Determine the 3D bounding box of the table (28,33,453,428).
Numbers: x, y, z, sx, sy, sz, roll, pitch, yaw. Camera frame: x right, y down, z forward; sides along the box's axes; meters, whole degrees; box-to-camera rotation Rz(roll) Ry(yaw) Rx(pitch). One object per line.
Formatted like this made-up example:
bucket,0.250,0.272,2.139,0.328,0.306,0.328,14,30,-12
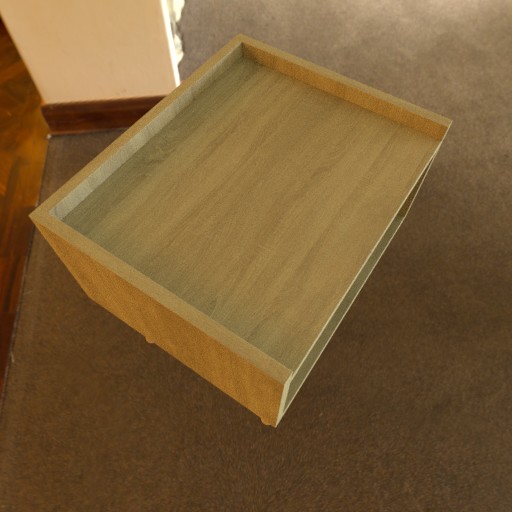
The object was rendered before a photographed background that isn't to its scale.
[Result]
table,0.000,0.000,0.787,0.370,0.470,0.450,30,64,17
